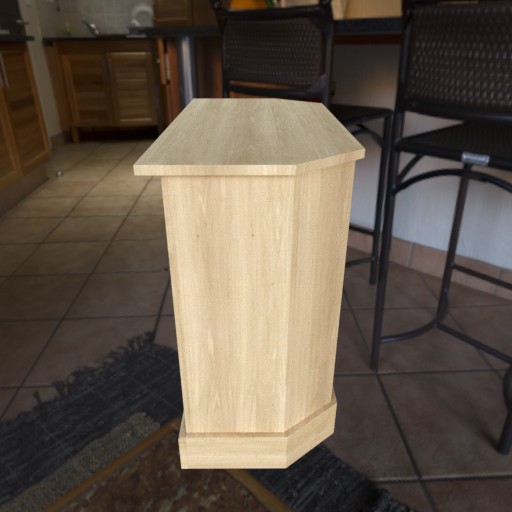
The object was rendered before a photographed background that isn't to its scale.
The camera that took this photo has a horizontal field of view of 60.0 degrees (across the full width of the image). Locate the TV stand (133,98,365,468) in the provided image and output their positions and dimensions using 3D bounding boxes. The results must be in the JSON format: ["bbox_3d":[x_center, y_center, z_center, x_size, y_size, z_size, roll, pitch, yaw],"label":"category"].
[{"bbox_3d":[0.000,0.000,1.318,0.425,0.781,0.851,0,27,0],"label":"TV stand"}]
